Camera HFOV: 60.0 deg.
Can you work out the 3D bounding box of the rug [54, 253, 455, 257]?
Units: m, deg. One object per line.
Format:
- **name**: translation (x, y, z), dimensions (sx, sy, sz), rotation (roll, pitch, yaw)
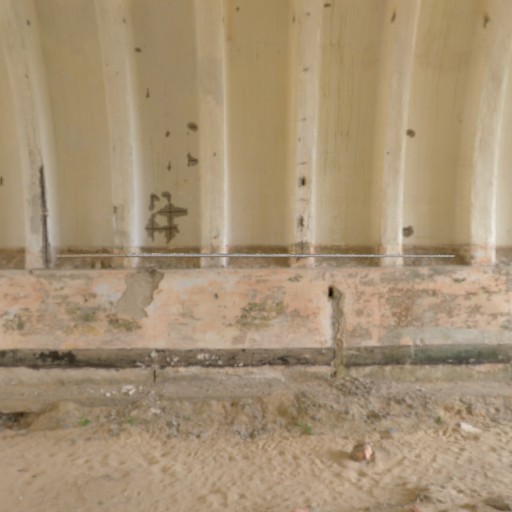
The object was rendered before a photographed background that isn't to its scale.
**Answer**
- **rug**: translation (0.000, 0.000, 3.630), dimensions (2.746, 0.018, 1.819), rotation (0, 0, -35)
